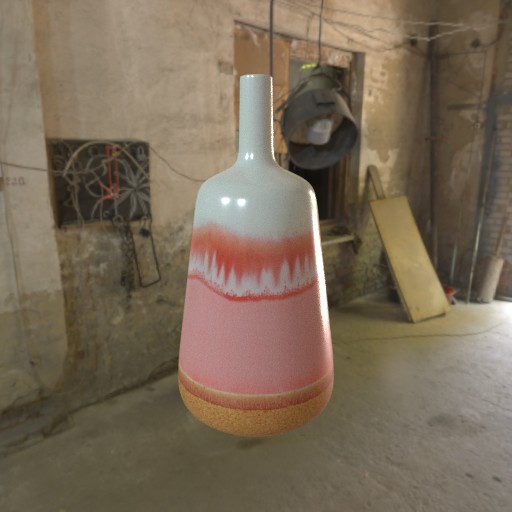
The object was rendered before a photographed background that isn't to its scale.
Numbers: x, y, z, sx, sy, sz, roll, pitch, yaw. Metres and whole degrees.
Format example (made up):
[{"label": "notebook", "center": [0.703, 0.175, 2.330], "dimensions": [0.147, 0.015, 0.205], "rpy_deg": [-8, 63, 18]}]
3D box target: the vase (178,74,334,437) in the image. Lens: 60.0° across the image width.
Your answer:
[{"label": "vase", "center": [0.000, 0.000, 0.391], "dimensions": [0.144, 0.296, 0.144], "rpy_deg": [0, 14, 0]}]
